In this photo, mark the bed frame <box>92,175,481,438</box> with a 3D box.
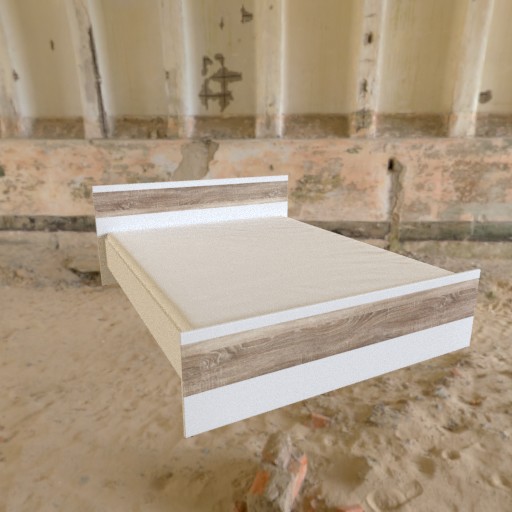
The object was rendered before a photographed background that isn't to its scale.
[{"bbox_3d":[0.000,0.000,2.959,1.720,0.800,2.060,-8,18,-26],"label":"bed frame"}]
